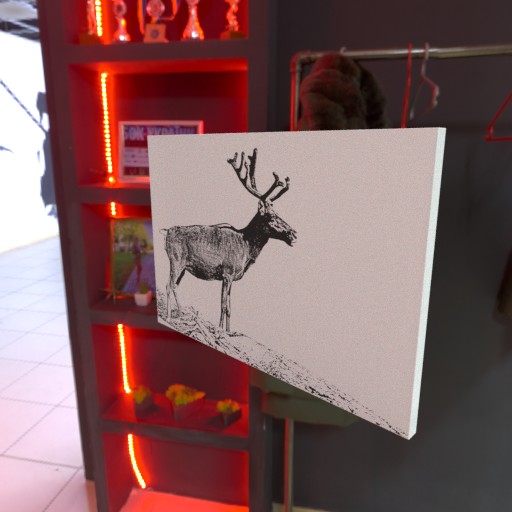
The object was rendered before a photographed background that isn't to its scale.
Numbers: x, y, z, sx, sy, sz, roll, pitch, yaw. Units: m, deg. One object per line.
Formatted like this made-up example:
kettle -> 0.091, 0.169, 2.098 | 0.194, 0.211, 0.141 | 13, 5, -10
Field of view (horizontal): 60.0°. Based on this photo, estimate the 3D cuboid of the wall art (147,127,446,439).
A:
wall art -> 0.000, 0.000, 1.154 | 0.906, 0.617, 0.033 | 13, 19, 42
